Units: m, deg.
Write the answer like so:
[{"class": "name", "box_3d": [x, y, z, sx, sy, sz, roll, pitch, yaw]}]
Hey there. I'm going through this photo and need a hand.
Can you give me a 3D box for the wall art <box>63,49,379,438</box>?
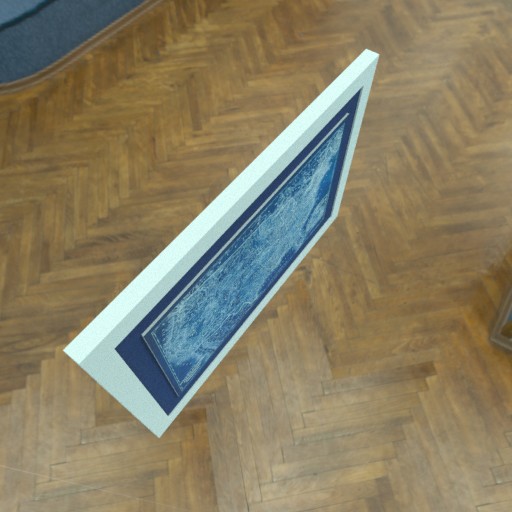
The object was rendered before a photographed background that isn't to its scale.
[{"class": "wall art", "box_3d": [0.000, 0.000, 1.591, 0.051, 0.902, 1.308, 32, 64, 18]}]
